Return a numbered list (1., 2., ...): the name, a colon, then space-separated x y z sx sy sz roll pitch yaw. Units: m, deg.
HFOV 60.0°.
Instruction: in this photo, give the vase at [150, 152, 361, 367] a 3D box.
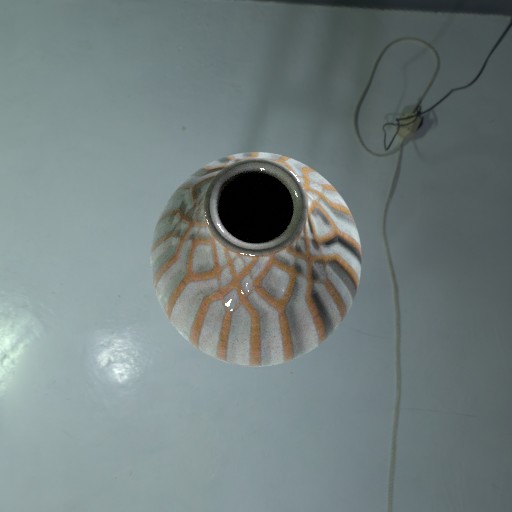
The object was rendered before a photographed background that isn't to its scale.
1. vase: 0.000 0.000 0.270 0.131 0.175 0.131 0 76 0
